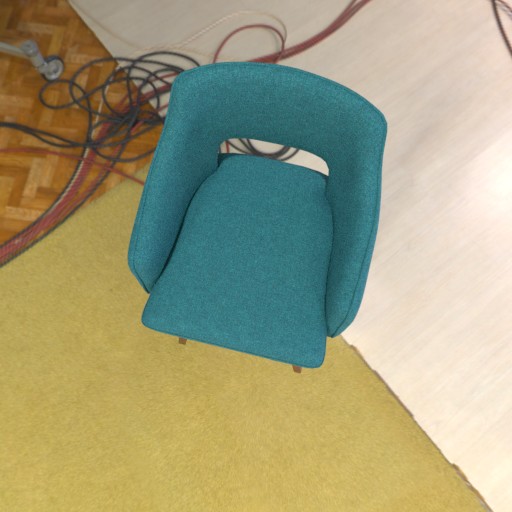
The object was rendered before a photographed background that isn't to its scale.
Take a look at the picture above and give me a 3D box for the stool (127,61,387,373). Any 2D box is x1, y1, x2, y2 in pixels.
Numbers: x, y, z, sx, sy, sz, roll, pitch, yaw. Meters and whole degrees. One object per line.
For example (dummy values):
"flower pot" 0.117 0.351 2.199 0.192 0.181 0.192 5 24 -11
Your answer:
"stool" 0.000 0.000 1.272 0.548 0.961 0.556 13 75 4
